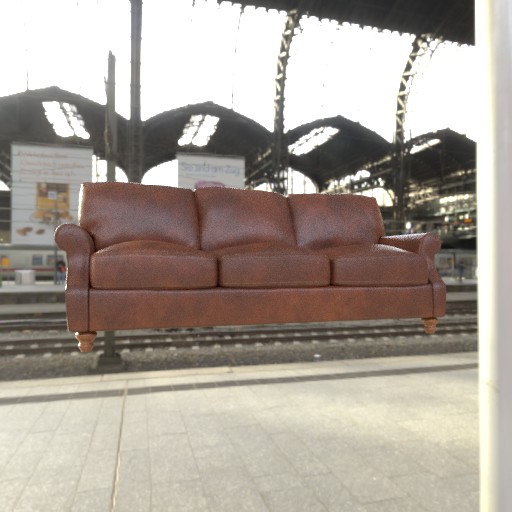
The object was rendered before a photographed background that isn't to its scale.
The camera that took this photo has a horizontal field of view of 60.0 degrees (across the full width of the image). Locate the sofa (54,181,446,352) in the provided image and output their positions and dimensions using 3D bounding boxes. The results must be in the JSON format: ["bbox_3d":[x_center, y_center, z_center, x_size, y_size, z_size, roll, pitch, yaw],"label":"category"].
[{"bbox_3d":[0.000,0.000,2.884,2.351,0.977,0.973,0,-1,-17],"label":"sofa"}]
